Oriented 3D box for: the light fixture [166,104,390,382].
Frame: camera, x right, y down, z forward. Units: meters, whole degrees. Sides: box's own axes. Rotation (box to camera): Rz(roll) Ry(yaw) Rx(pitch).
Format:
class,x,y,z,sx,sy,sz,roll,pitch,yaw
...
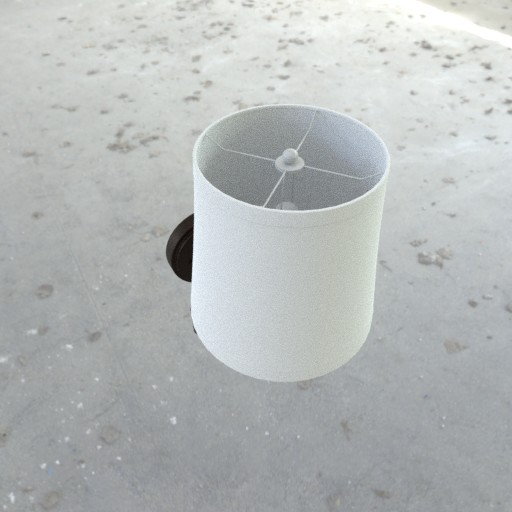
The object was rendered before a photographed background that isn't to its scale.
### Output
class,x,y,z,sx,sy,sz,roll,pitch,yaw
light fixture,0.000,0.000,0.257,0.100,0.172,0.157,-22,50,-21
